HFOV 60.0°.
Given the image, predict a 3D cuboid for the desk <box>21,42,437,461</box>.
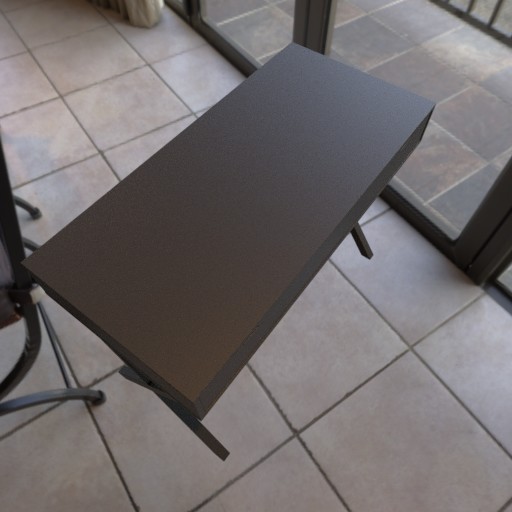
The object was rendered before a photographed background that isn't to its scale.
[{"bbox_3d":[0.000,0.000,1.450,0.504,0.780,1.057,32,63,19],"label":"desk"}]
